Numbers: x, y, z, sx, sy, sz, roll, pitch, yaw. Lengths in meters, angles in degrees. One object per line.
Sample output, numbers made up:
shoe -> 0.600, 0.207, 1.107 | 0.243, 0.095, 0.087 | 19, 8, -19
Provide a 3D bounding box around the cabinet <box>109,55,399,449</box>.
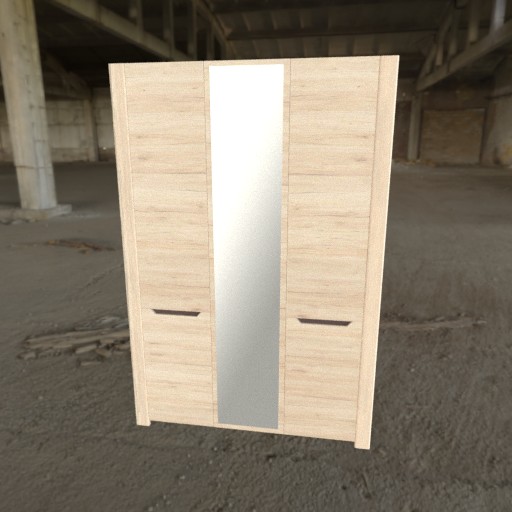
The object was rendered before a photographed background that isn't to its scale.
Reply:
cabinet -> 0.000, 0.000, 2.636 | 1.400, 2.070, 0.580 | 2, 15, 9
